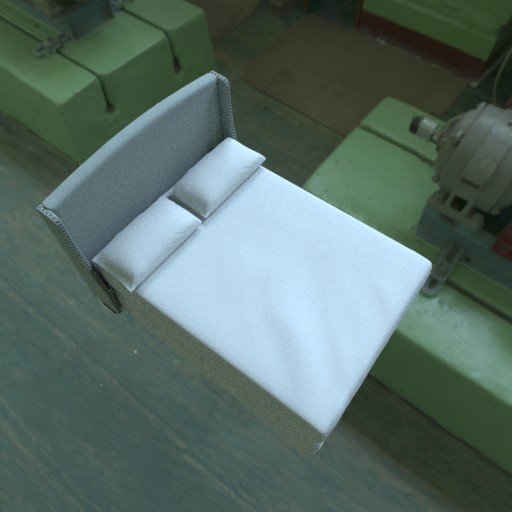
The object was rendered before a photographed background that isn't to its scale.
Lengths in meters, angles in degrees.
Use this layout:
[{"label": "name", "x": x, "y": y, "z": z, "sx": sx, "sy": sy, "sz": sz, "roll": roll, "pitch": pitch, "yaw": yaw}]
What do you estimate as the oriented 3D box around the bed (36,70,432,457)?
[{"label": "bed", "x": 0.000, "y": 0.000, "z": 3.311, "sx": 2.237, "sy": 1.407, "sz": 1.710, "roll": 33, "pitch": 64, "yaw": 18}]
